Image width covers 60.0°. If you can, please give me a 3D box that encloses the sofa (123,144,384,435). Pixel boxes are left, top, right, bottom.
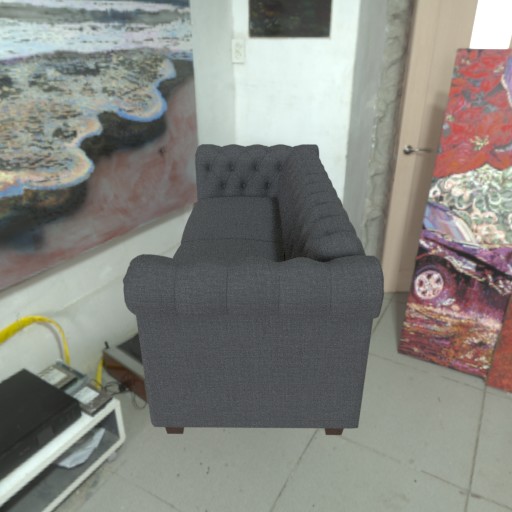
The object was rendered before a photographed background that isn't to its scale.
[{"bbox_3d":[0.000,0.000,2.232,0.783,0.797,1.798,0,26,0],"label":"sofa"}]
